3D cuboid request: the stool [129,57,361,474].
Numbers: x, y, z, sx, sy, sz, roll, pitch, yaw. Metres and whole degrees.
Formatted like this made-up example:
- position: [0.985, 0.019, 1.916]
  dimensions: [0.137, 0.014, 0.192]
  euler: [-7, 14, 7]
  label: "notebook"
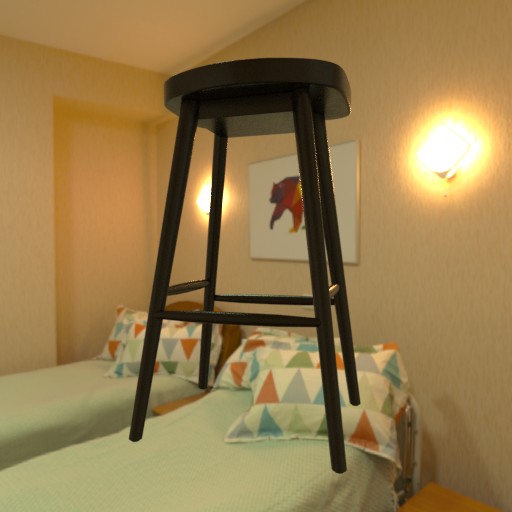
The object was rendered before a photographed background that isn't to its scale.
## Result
- position: [0.000, 0.000, 0.994]
  dimensions: [0.440, 0.749, 0.361]
  euler: [1, 2, 17]
  label: "stool"
